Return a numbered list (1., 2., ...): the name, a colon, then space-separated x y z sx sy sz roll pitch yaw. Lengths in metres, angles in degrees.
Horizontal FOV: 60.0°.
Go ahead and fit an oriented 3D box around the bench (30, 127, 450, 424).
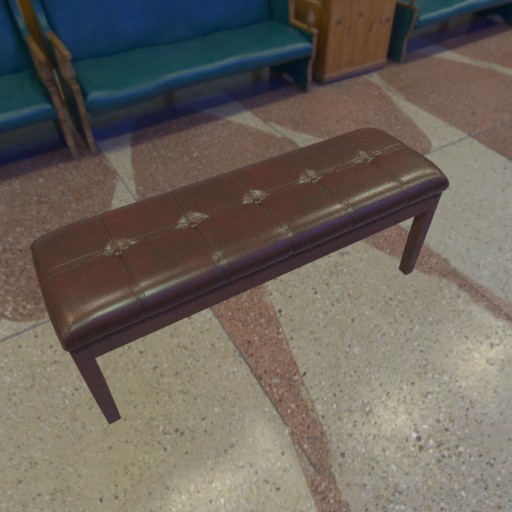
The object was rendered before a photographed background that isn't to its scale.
1. bench: 0.000 0.000 1.480 1.259 0.491 0.401 -23 49 -21
